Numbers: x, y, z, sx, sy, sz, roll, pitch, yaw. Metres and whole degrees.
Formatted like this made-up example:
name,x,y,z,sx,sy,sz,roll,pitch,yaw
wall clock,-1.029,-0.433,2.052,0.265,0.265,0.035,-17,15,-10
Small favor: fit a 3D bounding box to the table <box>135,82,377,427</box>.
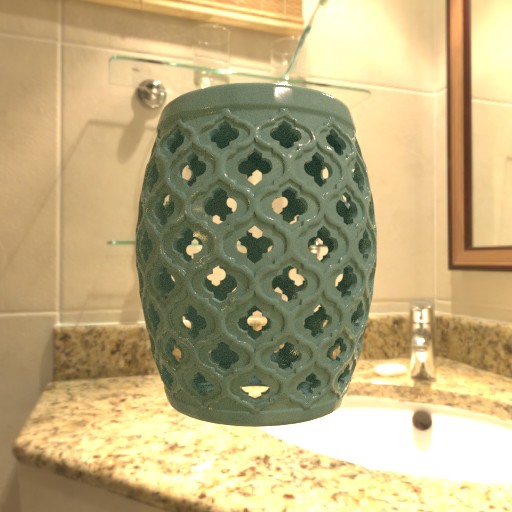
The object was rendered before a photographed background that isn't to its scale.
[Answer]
name,x,y,z,sx,sy,sz,roll,pitch,yaw
table,0.000,0.000,0.618,0.325,0.388,0.325,0,0,0
